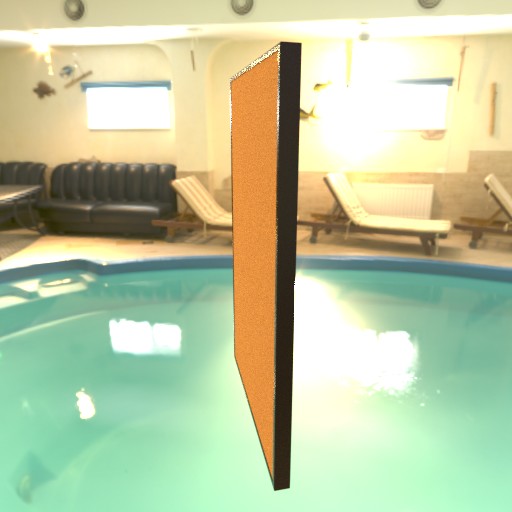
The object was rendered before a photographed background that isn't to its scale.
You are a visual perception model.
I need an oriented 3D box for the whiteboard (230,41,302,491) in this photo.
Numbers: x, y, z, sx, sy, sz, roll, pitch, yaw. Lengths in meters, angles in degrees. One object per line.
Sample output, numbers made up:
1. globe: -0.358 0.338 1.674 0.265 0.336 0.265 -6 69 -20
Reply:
1. whiteboard: 0.000 0.000 0.766 0.026 0.611 0.406 -3 17 -11
